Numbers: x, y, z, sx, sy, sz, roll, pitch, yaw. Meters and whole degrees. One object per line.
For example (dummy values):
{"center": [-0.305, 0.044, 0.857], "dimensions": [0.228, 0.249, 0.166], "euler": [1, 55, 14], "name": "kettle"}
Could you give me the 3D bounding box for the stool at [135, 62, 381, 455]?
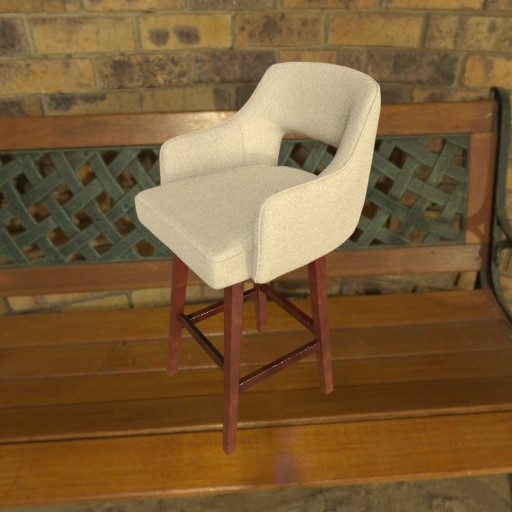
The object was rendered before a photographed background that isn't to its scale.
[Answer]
{"center": [0.000, 0.000, 1.354], "dimensions": [0.560, 1.041, 0.550], "euler": [-20, 37, -30], "name": "stool"}
